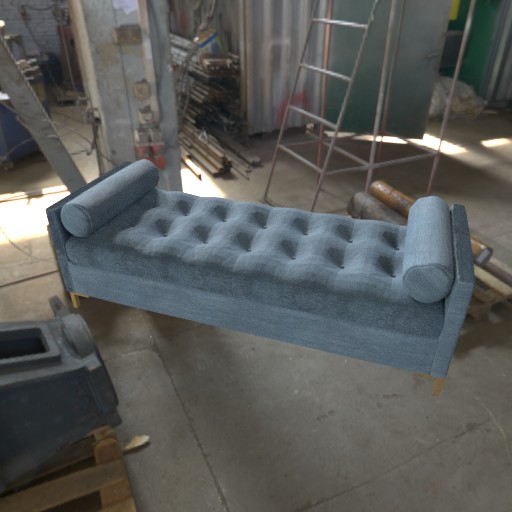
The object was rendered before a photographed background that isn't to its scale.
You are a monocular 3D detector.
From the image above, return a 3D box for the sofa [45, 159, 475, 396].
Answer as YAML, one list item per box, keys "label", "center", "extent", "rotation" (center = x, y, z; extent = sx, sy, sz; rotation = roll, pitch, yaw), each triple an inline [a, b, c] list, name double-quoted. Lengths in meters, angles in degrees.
- label: "sofa"
  center: [0.000, 0.000, 2.474]
  extent: [2.102, 0.705, 0.796]
  rotation: [10, 33, 16]
